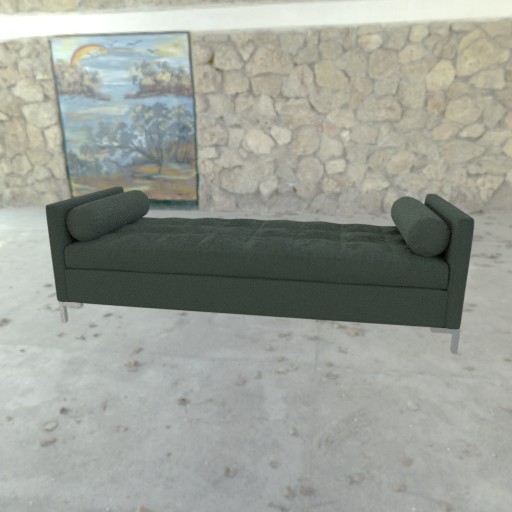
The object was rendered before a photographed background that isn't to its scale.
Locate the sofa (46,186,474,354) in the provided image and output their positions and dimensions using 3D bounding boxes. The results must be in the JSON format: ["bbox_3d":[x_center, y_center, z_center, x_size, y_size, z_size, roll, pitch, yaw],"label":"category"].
[{"bbox_3d":[0.000,0.000,2.546,2.102,0.657,0.797,3,16,9],"label":"sofa"}]
